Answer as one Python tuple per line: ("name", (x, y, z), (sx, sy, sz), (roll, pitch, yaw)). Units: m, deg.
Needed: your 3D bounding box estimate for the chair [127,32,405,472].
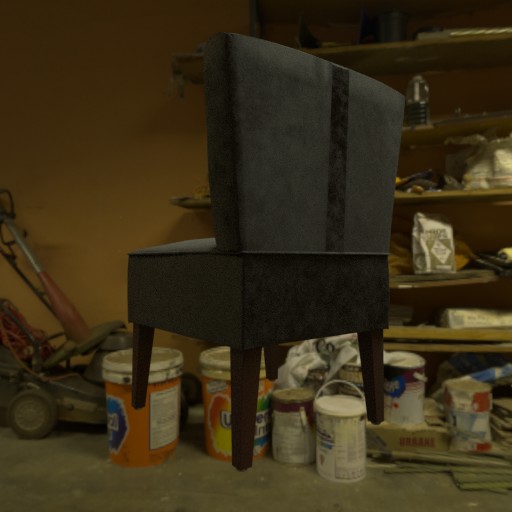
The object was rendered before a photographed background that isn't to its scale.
("chair", (0.000, 0.000, 1.125), (0.521, 0.806, 0.554), (0, -1, -36))
